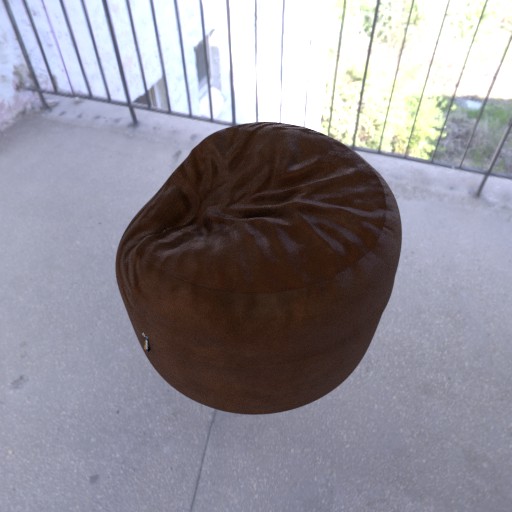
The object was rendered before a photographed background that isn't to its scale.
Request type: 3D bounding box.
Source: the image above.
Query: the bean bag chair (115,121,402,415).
[{"bbox_3d":[0.000,0.000,1.513,0.918,0.616,0.918,0,46,0],"label":"bean bag chair"}]
